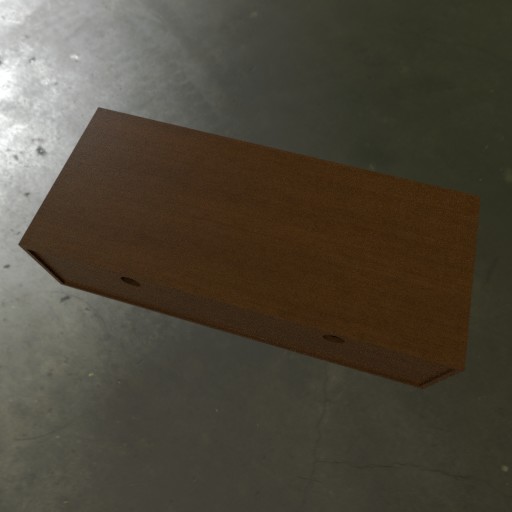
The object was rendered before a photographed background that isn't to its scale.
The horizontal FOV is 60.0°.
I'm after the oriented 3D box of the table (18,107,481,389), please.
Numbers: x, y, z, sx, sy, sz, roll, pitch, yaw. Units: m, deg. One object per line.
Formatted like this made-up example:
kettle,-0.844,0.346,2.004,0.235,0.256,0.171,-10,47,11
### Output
table,0.000,0.000,1.371,1.119,0.464,0.490,15,66,7
